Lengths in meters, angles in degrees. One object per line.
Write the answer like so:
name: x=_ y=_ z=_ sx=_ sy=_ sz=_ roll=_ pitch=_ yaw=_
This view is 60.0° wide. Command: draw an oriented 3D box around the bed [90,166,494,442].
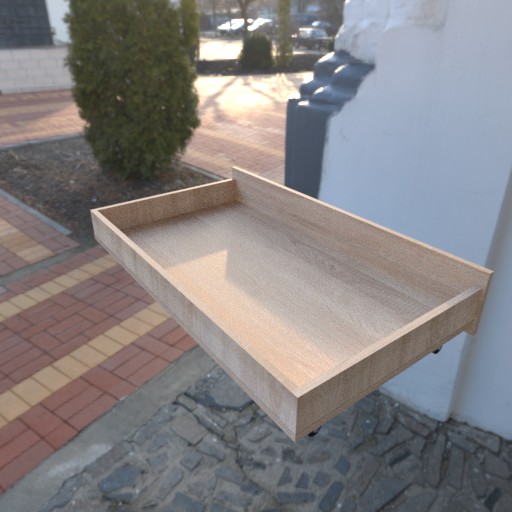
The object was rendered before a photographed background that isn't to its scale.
bed: x=0.000 y=0.000 z=1.459 sx=0.685 sy=0.209 sz=1.200 roll=-19 pitch=33 yaw=-32
